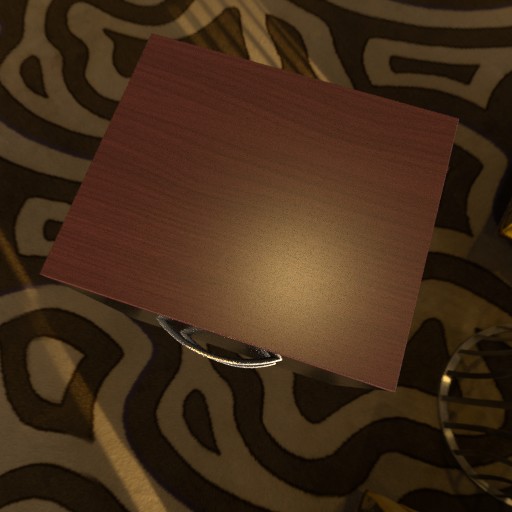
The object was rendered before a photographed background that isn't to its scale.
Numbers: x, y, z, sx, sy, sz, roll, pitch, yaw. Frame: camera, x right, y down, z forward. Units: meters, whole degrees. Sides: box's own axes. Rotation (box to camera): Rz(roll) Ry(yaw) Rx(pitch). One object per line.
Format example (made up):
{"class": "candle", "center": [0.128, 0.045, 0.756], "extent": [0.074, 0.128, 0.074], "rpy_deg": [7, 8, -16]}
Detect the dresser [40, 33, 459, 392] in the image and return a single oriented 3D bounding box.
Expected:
{"class": "dresser", "center": [0.000, 0.000, 0.735], "extent": [0.400, 0.470, 0.360], "rpy_deg": [18, 76, 5]}
